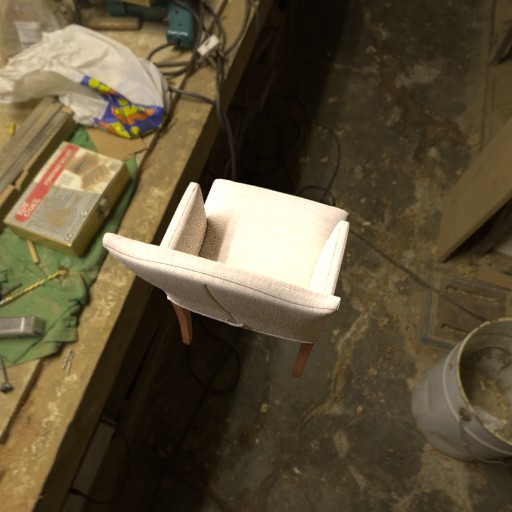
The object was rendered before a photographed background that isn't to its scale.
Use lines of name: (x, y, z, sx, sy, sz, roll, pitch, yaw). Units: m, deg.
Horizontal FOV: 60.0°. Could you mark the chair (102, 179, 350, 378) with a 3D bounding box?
chair: (0.000, 0.000, 1.393, 0.533, 1.016, 0.641, 15, 64, 8)
